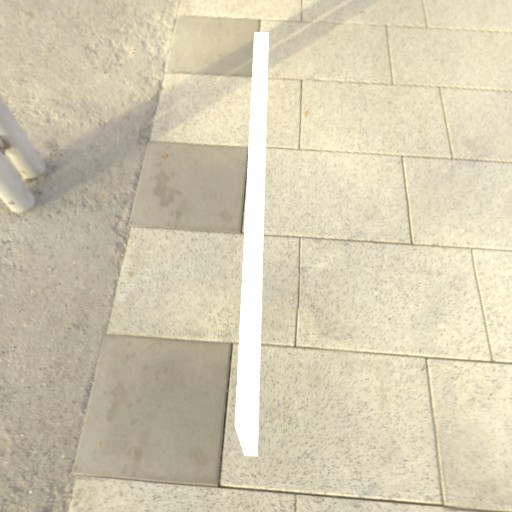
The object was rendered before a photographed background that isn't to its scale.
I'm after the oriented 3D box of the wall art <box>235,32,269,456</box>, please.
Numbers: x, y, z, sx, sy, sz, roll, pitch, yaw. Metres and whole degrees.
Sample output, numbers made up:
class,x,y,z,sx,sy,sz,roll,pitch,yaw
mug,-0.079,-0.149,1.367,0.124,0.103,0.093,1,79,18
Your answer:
class,x,y,z,sx,sy,sz,roll,pitch,yaw
wall art,0.000,0.000,1.656,0.051,0.902,1.308,2,62,1
